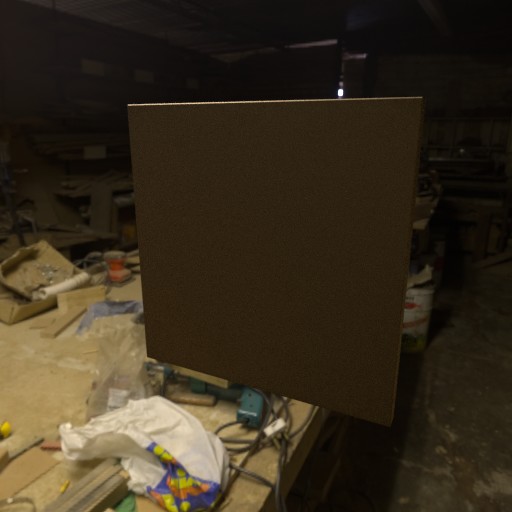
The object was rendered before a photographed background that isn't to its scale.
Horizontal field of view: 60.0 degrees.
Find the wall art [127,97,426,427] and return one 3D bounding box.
[{"bbox_3d":[0.000,0.000,0.770,0.503,0.506,0.030,8,18,26],"label":"wall art"}]
